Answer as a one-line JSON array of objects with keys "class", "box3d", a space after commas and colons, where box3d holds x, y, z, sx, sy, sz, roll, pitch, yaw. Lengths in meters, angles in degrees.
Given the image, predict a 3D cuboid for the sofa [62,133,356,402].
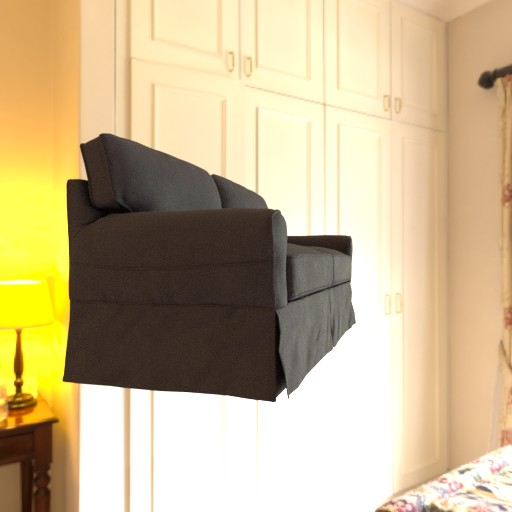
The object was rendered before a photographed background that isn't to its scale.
[{"class": "sofa", "box3d": [0.000, 0.000, 2.758, 0.983, 1.094, 2.256, 0, 0, 20]}]
